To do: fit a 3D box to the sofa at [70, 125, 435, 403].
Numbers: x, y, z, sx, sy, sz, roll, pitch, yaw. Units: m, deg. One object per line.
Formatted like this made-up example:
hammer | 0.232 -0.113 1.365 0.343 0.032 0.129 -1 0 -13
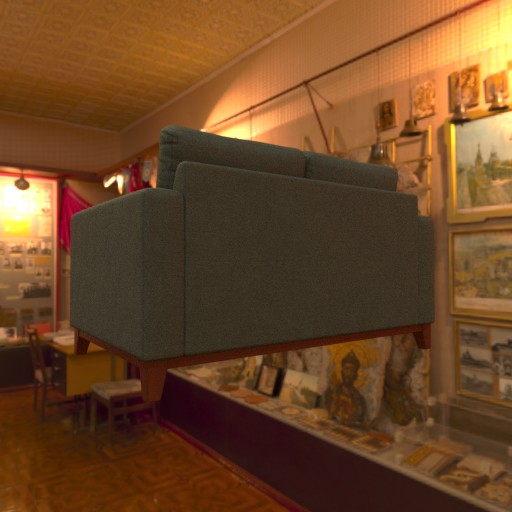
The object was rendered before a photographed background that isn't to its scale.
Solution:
sofa | 0.000 0.000 2.119 1.489 0.903 0.955 1 -1 -36
